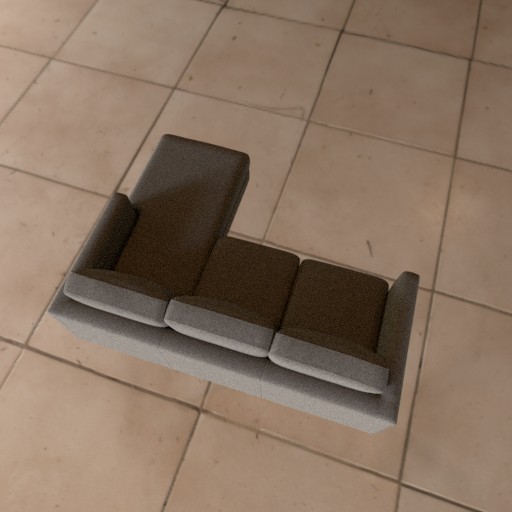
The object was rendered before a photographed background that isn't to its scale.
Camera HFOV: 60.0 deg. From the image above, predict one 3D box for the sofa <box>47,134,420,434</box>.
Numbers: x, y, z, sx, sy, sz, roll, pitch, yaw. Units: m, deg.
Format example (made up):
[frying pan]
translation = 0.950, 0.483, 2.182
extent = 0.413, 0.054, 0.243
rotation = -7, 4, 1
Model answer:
[sofa]
translation = 0.000, 0.000, 2.993
extent = 2.055, 0.957, 1.667
rotation = 16, 64, 8
